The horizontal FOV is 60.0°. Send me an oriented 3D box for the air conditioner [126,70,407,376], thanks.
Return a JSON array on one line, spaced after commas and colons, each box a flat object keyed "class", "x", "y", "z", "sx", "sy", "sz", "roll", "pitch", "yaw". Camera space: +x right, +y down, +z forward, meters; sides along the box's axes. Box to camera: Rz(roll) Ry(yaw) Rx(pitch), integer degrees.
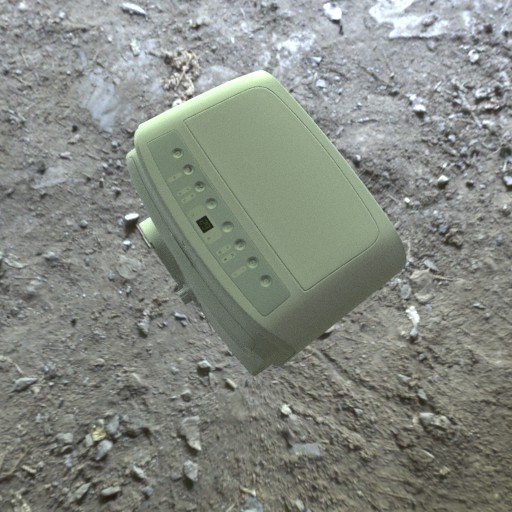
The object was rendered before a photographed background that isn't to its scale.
[{"class": "air conditioner", "x": 0.000, "y": 0.000, "z": 0.959, "sx": 0.365, "sy": 0.700, "sz": 0.454, "roll": -33, "pitch": 78, "yaw": -8}]
